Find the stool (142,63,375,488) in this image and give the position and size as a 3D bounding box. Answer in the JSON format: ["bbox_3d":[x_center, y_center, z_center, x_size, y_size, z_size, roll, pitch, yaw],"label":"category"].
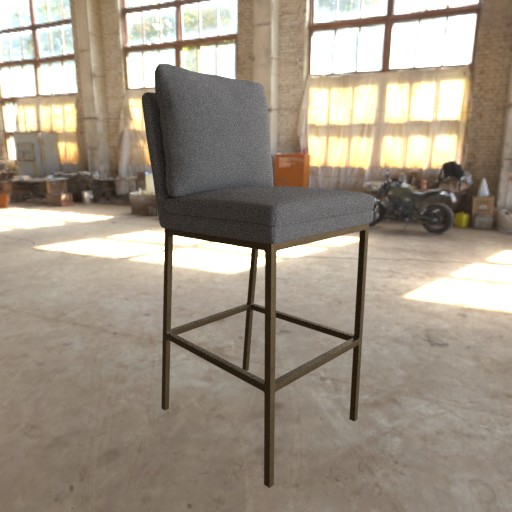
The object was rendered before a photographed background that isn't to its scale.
[{"bbox_3d":[0.000,0.000,1.410,0.569,1.132,0.463,13,18,43],"label":"stool"}]
